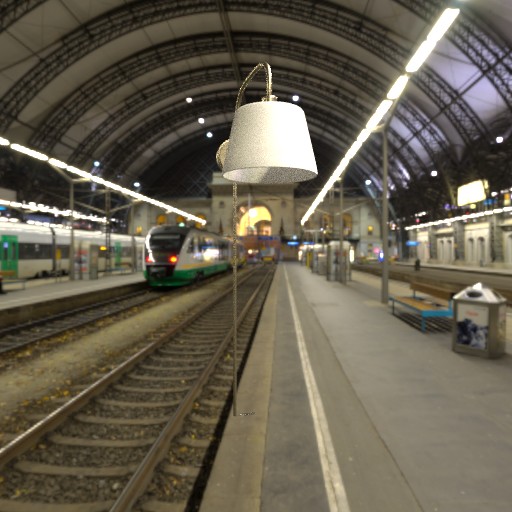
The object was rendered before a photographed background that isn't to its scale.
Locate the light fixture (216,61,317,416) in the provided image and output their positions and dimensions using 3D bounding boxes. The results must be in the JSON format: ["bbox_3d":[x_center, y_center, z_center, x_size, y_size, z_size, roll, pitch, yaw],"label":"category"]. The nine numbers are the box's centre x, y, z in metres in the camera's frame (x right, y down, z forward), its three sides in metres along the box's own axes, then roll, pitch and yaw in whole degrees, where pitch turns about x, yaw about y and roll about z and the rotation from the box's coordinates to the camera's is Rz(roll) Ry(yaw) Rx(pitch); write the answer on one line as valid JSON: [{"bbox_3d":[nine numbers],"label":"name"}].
[{"bbox_3d":[0.000,0.000,0.469,0.092,0.399,0.176,0,0,-18],"label":"light fixture"}]
